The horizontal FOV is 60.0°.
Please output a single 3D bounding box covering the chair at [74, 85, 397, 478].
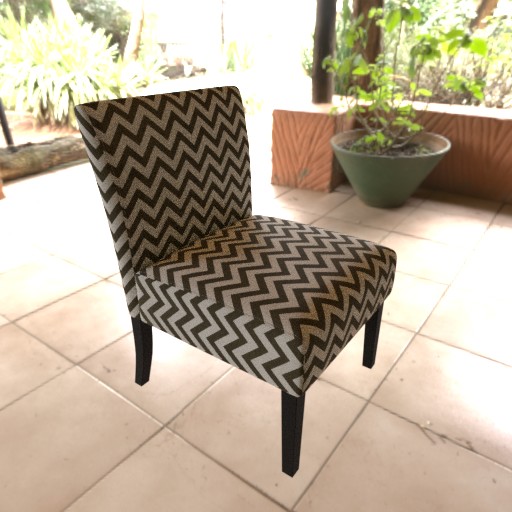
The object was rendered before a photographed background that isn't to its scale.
[{"bbox_3d":[0.000,0.000,1.252,0.648,0.838,0.589,17,31,32],"label":"chair"}]
